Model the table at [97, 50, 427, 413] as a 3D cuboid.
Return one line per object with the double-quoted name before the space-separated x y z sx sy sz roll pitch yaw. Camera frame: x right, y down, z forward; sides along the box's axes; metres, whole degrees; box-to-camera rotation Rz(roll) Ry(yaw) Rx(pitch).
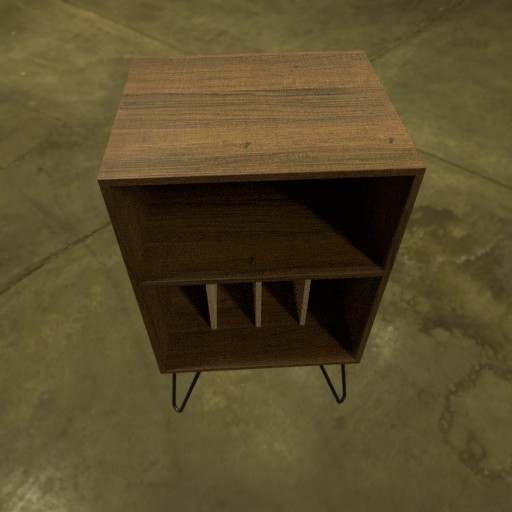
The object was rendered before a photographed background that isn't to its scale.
"table" 0.000 0.000 1.166 0.526 0.866 0.457 -2 47 -2
